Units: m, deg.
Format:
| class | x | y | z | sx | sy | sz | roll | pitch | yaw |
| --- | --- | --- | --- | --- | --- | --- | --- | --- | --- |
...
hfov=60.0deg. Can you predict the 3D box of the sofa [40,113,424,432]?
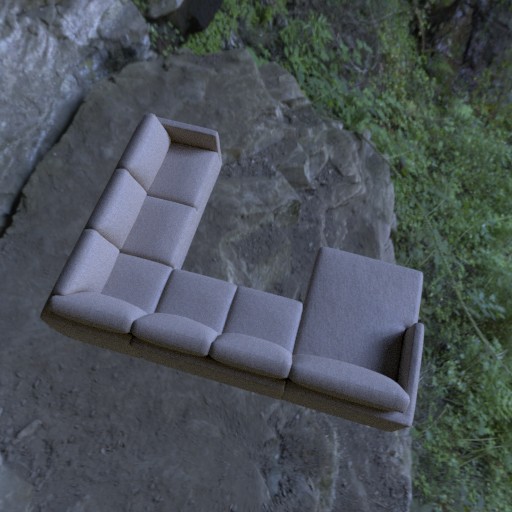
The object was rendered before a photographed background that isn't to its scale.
| class | x | y | z | sx | sy | sz | roll | pitch | yaw |
| --- | --- | --- | --- | --- | --- | --- | --- | --- | --- |
| sofa | 0.000 | 0.000 | 4.541 | 3.403 | 0.889 | 2.551 | 15 | 65 | 7 |
